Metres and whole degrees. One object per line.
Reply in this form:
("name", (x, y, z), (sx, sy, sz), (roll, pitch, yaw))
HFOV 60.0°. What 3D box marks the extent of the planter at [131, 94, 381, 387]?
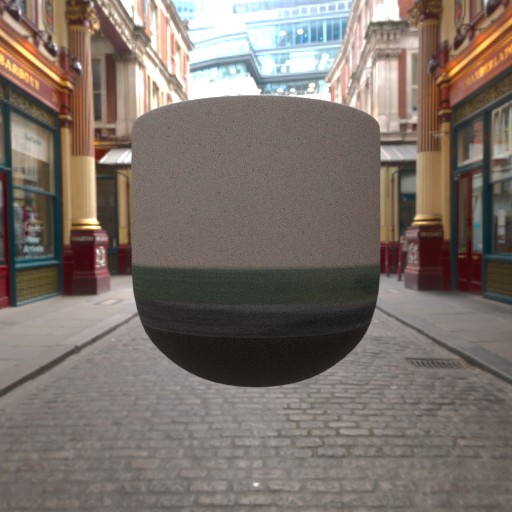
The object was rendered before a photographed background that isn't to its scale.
("planter", (0.000, 0.000, 0.496), (0.268, 0.270, 0.268), (0, 1, 0))
